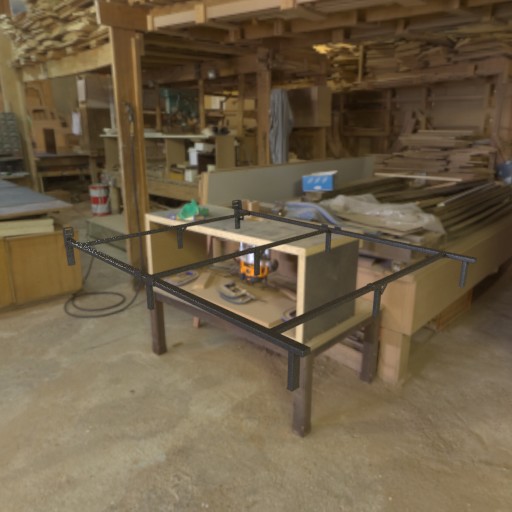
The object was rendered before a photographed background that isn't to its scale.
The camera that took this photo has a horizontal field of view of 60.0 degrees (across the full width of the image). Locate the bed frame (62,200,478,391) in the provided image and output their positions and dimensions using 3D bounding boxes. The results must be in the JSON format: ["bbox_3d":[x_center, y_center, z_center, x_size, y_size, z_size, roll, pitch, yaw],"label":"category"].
[{"bbox_3d":[0.000,0.000,2.651,1.498,0.248,1.990,-16,23,-41],"label":"bed frame"}]
